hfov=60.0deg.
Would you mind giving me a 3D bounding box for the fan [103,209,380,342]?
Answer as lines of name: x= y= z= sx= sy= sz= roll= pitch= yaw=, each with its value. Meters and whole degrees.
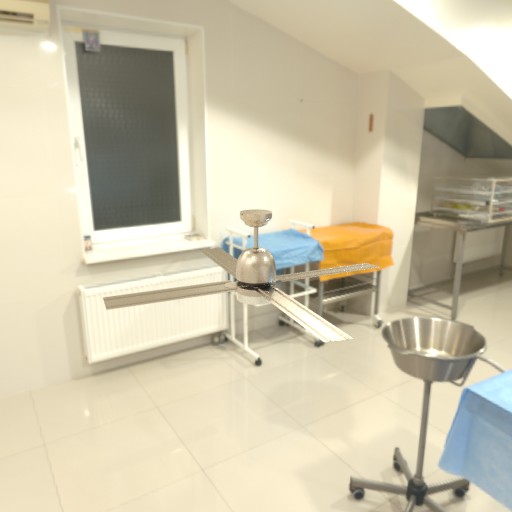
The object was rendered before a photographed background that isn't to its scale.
fan: x=0.000 y=0.000 z=2.026 sx=1.346 sy=0.406 sz=1.346 roll=-7 pitch=17 yaw=-25
